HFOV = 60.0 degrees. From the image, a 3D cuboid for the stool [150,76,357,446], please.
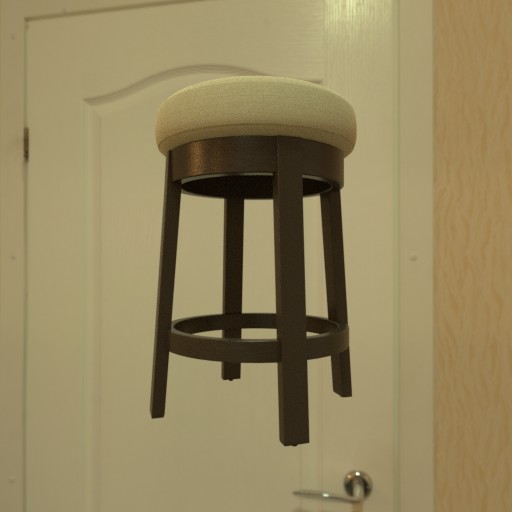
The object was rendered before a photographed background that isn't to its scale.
[{"bbox_3d":[0.000,0.000,0.968,0.449,0.655,0.449,0,0,0],"label":"stool"}]
